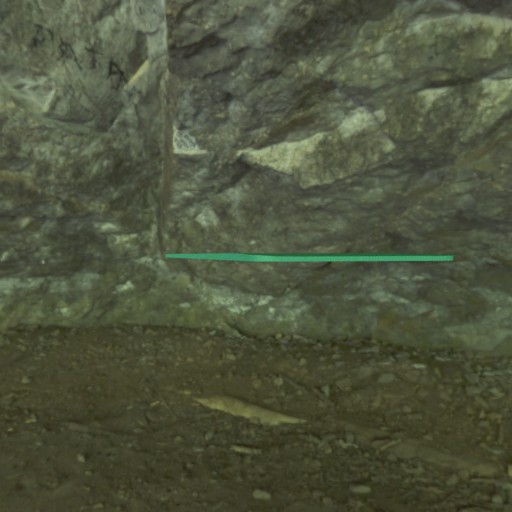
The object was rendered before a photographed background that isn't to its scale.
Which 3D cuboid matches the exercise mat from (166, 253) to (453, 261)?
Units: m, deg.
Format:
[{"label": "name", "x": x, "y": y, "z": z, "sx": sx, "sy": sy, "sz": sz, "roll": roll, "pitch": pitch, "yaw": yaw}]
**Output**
[{"label": "exercise mat", "x": 0.000, "y": 0.000, "z": 2.031, "sx": 0.616, "sy": 0.021, "sz": 1.869, "roll": 0, "pitch": 0, "yaw": -18}]
